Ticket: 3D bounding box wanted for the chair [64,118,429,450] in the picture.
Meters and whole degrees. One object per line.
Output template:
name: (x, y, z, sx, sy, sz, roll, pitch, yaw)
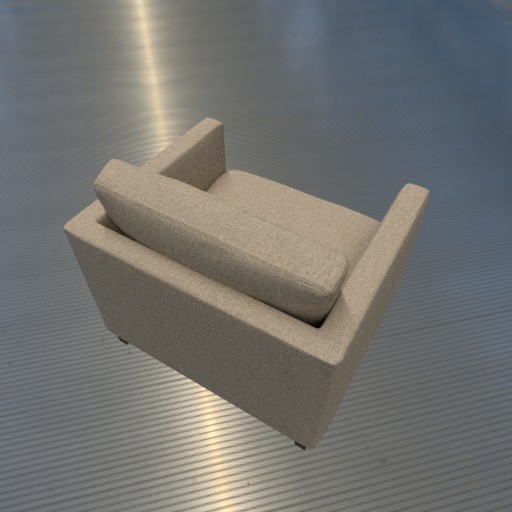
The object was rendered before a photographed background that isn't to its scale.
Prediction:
chair: (0.000, 0.000, 1.875, 1.107, 0.961, 0.959, 24, 51, 21)
